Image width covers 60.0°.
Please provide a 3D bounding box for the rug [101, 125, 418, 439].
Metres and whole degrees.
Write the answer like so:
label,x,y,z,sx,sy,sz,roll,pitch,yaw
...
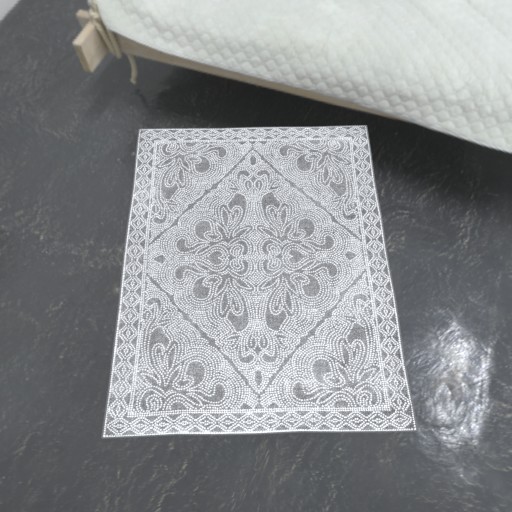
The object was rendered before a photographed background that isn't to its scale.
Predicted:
label,x,y,z,sx,sy,sz,roll,pitch,yaw
rug,0.000,0.000,4.031,2.438,0.012,3.048,-1,64,0
